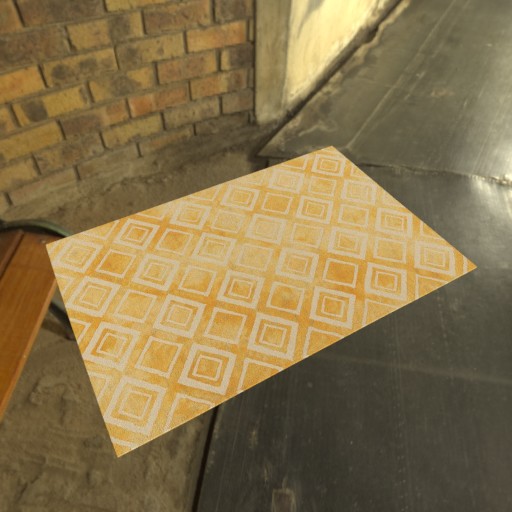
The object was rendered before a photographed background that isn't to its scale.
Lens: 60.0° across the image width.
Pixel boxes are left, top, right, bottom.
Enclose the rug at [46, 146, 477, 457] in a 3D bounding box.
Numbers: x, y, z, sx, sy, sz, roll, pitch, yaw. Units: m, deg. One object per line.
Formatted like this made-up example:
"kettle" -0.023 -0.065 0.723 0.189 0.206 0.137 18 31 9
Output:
"rug" 0.000 0.000 2.237 1.829 0.010 1.213 -23 51 -20
